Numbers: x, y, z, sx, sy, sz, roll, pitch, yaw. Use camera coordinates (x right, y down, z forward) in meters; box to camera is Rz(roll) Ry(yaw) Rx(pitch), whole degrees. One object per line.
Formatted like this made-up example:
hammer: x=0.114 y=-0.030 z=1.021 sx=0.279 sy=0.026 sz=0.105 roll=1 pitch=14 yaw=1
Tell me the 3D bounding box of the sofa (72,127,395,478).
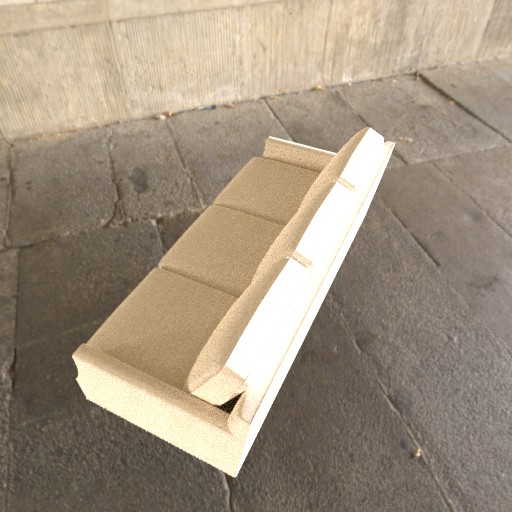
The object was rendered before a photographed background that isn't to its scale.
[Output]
sofa: x=0.000 y=0.000 z=2.744 sx=1.041 sy=0.940 sz=2.210 roll=19 pitch=49 yaw=18
